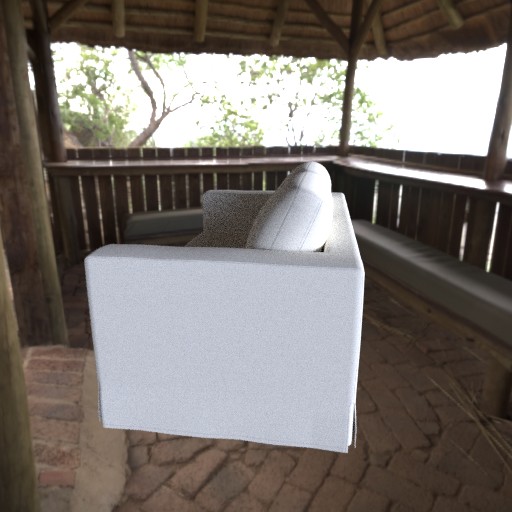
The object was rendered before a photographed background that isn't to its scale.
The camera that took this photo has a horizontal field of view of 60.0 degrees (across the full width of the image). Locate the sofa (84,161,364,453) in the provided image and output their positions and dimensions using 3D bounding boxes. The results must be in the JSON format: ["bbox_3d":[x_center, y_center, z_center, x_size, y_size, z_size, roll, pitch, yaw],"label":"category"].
[{"bbox_3d":[0.000,0.000,2.409,1.009,0.932,1.813,2,16,8],"label":"sofa"}]
